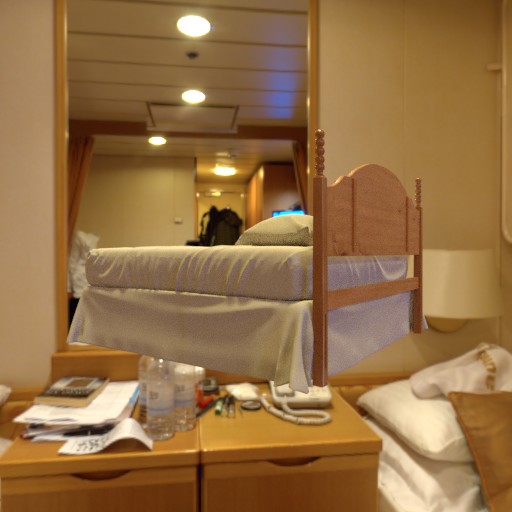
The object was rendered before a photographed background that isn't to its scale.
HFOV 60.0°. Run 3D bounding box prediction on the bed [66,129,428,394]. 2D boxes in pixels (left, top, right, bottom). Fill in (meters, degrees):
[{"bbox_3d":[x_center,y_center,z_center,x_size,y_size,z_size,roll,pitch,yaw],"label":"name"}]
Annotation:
[{"bbox_3d":[0.000,0.000,3.716,2.219,1.355,2.322,0,1,35],"label":"bed"}]
